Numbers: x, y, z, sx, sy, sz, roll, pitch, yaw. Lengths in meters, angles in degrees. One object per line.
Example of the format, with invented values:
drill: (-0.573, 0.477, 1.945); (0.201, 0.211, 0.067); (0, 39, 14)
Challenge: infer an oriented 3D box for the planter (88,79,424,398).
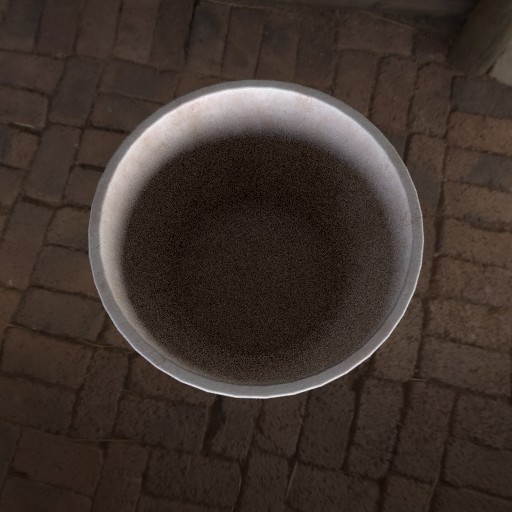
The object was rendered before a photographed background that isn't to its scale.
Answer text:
planter: (0.000, 0.000, 0.278); (0.164, 0.127, 0.164); (0, 75, 0)
